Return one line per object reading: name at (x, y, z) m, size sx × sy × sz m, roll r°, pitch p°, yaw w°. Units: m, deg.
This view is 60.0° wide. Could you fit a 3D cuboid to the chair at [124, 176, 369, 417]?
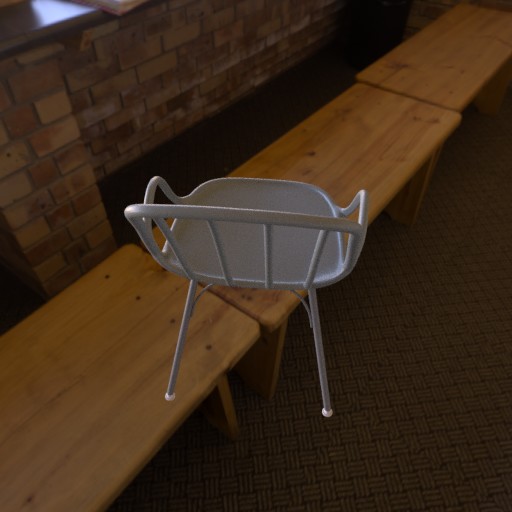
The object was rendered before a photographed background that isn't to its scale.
chair at (0.000, 0.000, 1.219) m, size 0.549 × 0.816 × 0.597 m, roll 4°, pitch 46°, yaw 4°
